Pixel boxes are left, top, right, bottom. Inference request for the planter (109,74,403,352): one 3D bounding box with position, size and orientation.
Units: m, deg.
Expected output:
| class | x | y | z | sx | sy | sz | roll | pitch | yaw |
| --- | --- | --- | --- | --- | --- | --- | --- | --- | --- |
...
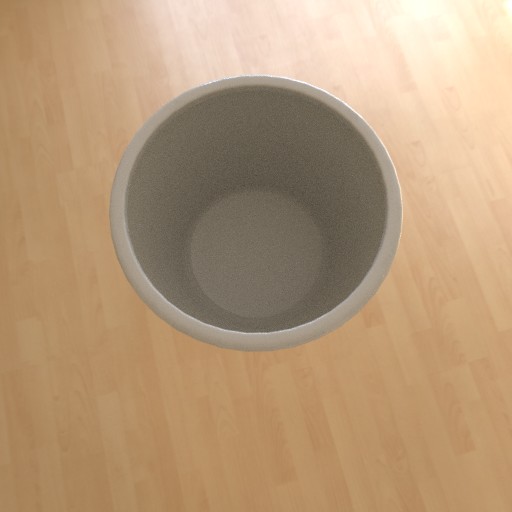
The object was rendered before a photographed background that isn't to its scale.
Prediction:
| class | x | y | z | sx | sy | sz | roll | pitch | yaw |
| --- | --- | --- | --- | --- | --- | --- | --- | --- | --- |
| planter | 0.000 | 0.000 | 0.484 | 0.217 | 0.331 | 0.217 | -40 | 79 | -9 |
